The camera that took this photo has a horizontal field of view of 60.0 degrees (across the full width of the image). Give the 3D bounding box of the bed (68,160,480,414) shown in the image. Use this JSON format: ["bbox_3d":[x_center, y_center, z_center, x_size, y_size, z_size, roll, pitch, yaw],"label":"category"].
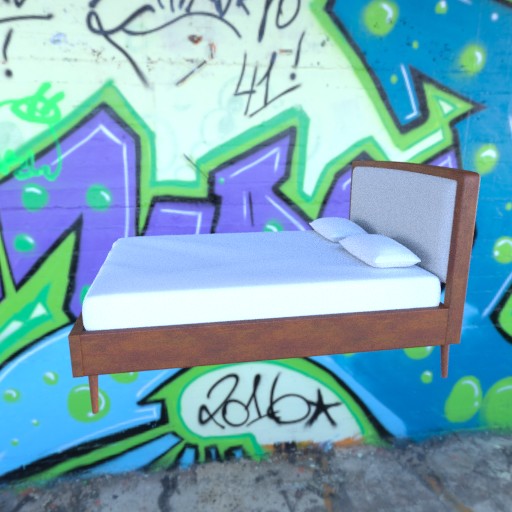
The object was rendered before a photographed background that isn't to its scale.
[{"bbox_3d":[0.000,0.000,3.120,2.196,1.275,1.587,-3,15,-10],"label":"bed"}]
